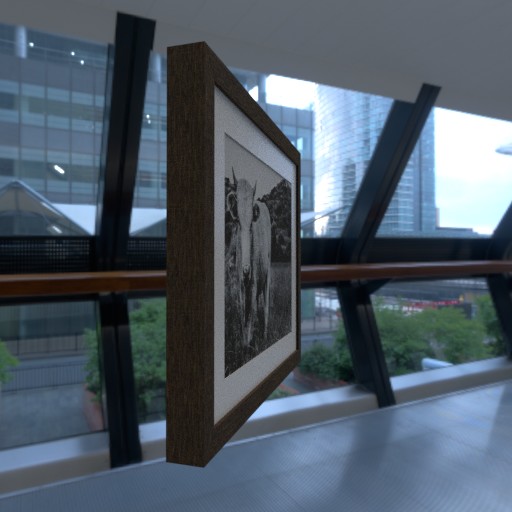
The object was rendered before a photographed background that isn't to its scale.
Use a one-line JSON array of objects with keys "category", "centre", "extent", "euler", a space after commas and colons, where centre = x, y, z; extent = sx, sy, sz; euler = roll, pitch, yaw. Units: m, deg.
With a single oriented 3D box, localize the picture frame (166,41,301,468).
[{"category": "picture frame", "centre": [0.000, 0.000, 0.528], "extent": [0.033, 0.330, 0.378], "euler": [0, -1, 17]}]
